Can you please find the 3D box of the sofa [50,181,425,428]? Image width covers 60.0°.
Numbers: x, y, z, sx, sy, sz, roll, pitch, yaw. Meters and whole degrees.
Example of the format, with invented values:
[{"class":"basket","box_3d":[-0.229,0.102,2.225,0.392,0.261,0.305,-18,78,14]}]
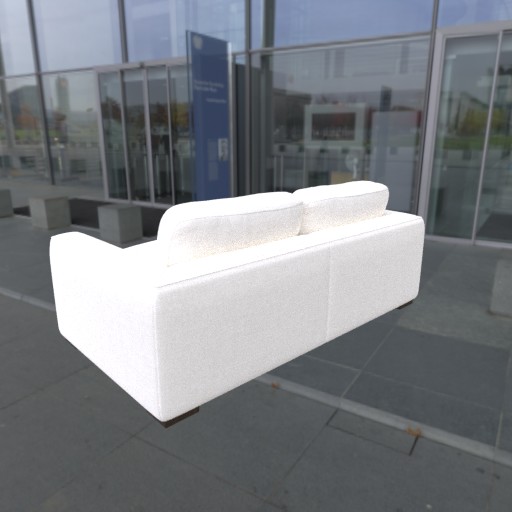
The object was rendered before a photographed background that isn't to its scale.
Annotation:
[{"class":"sofa","box_3d":[0.000,0.000,2.515,1.920,0.801,1.069,-14,21,-41]}]
